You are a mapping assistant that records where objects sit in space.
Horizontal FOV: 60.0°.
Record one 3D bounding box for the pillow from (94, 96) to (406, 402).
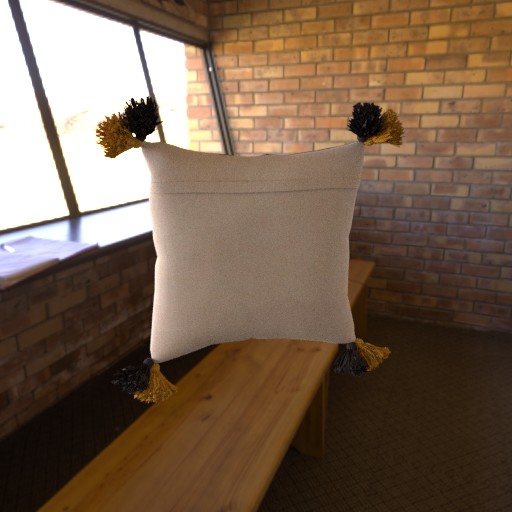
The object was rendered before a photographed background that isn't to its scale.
[{"bbox_3d":[0.000,0.000,0.974,0.654,0.659,0.139,-3,16,-9],"label":"pillow"}]
